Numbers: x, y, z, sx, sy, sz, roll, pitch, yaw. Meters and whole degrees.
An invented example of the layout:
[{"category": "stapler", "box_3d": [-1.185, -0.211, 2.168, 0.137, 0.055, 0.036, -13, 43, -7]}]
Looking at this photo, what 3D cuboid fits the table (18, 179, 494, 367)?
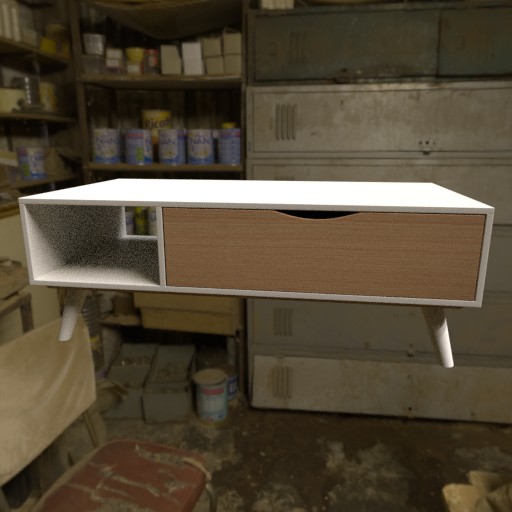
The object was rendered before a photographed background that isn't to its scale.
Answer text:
[{"category": "table", "box_3d": [0.000, 0.000, 1.444, 1.194, 0.432, 0.609, 2, 15, 8]}]
